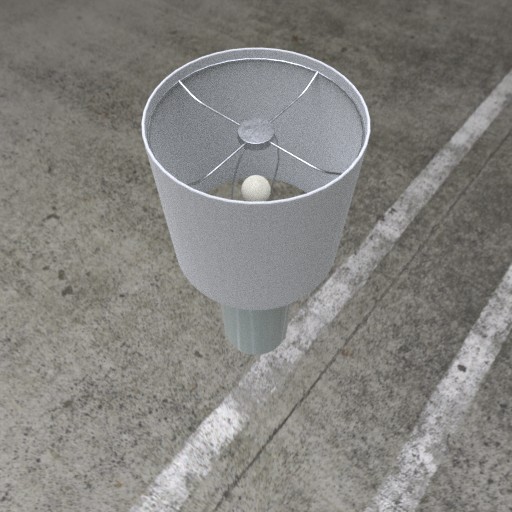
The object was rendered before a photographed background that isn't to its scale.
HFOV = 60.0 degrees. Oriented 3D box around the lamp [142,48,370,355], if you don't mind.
[{"bbox_3d":[0.000,0.000,0.621,0.212,0.493,0.212,35,64,20],"label":"lamp"}]
